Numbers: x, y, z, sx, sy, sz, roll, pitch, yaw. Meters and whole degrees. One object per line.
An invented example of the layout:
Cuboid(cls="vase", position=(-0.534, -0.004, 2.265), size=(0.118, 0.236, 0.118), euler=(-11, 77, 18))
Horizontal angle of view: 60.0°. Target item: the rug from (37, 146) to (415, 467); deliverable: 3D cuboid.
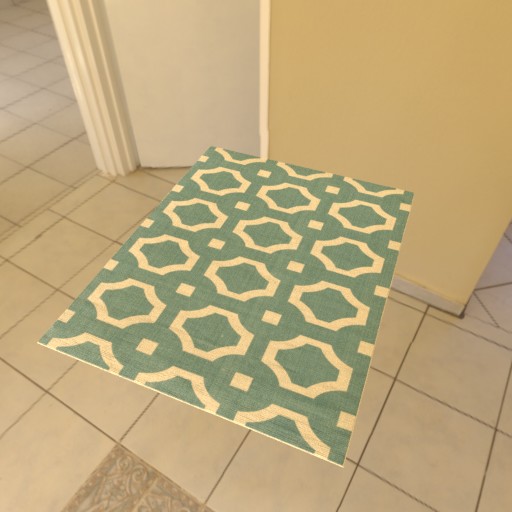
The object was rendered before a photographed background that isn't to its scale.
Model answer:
Cuboid(cls="rug", position=(0.000, 0.000, 4.132), size=(2.466, 0.021, 3.049), euler=(16, 48, 15))
